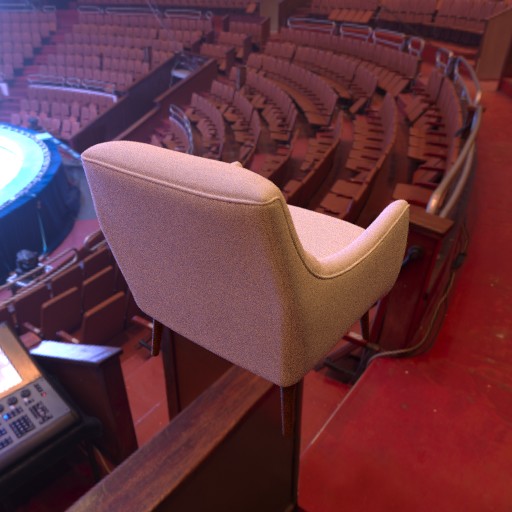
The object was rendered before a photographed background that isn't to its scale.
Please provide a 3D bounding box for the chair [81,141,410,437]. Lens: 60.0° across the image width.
[{"bbox_3d":[0.000,0.000,1.464,0.762,0.838,0.787,20,35,32],"label":"chair"}]
